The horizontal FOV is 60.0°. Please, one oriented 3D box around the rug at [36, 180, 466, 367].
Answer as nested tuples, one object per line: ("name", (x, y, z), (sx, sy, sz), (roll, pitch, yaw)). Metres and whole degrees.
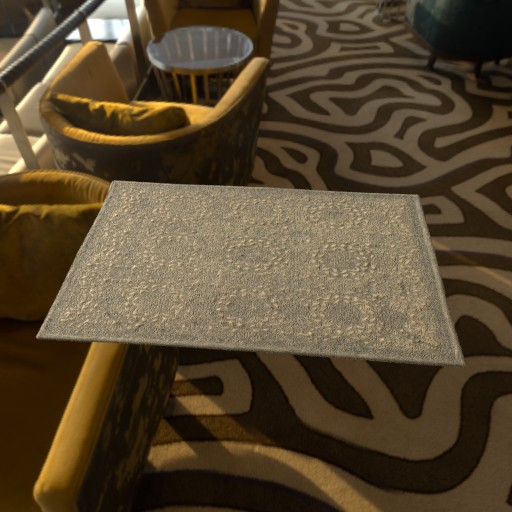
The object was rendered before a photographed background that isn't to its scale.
("rug", (0.000, 0.000, 3.079), (2.498, 0.022, 1.535), (3, 47, 3))
